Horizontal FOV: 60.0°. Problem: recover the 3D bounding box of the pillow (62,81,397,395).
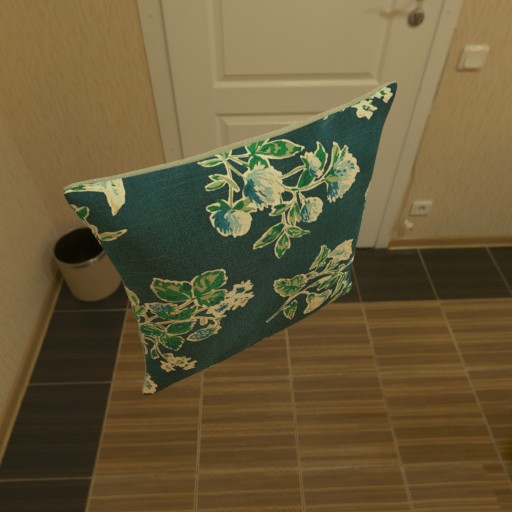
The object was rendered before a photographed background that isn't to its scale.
[{"bbox_3d":[0.000,0.000,0.788,0.525,0.508,0.166,-24,51,-21],"label":"pillow"}]
